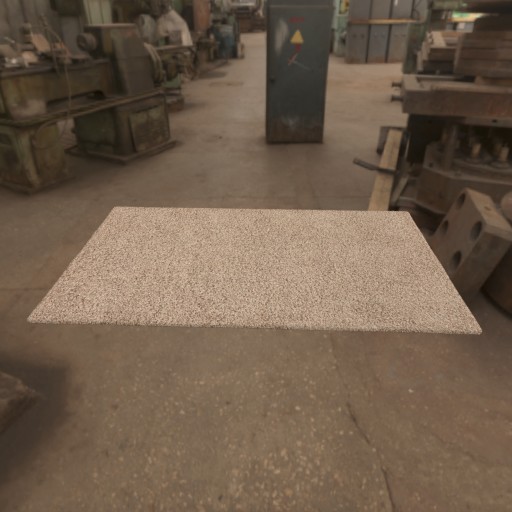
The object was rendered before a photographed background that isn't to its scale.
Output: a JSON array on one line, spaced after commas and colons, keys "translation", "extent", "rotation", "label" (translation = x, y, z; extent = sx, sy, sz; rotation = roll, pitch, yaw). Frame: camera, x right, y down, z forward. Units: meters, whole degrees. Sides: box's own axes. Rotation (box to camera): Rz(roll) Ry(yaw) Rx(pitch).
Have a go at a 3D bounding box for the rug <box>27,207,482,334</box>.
[{"translation": [0.000, 0.000, 3.020], "extent": [2.438, 0.030, 1.524], "rotation": [1, 30, 2], "label": "rug"}]
